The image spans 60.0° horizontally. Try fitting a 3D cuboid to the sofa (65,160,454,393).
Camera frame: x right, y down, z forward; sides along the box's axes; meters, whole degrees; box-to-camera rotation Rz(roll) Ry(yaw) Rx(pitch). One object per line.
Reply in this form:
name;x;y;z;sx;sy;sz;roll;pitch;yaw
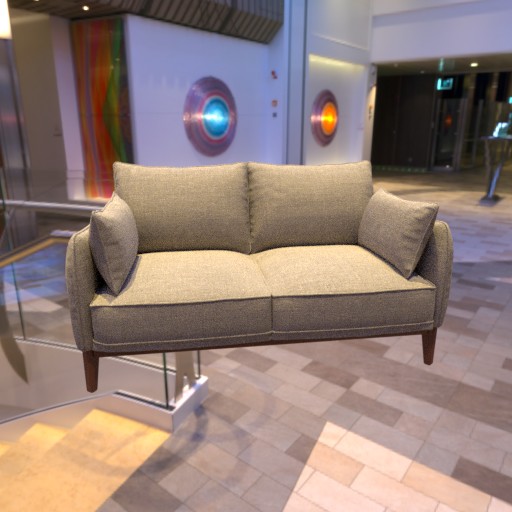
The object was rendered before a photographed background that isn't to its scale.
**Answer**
sofa;0.000;0.000;2.146;1.580;0.851;0.972;-2;17;-8
